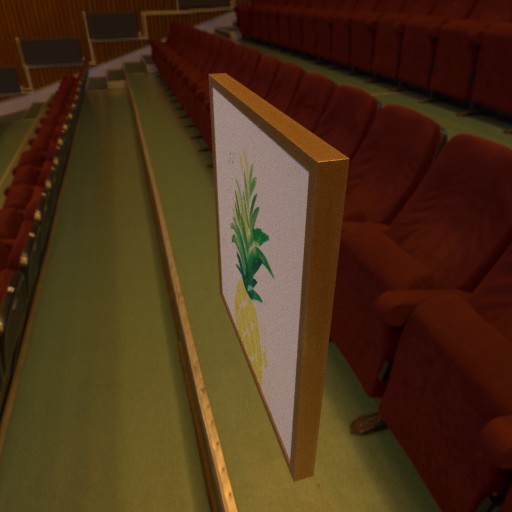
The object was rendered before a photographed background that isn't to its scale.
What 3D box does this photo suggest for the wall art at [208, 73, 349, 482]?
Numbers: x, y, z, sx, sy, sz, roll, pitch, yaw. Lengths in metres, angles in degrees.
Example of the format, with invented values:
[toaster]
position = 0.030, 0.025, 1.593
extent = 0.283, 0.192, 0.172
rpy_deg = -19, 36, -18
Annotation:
[wall art]
position = 0.000, 0.000, 0.760
extent = 0.033, 0.509, 0.510
rpy_deg = -9, 32, -14
